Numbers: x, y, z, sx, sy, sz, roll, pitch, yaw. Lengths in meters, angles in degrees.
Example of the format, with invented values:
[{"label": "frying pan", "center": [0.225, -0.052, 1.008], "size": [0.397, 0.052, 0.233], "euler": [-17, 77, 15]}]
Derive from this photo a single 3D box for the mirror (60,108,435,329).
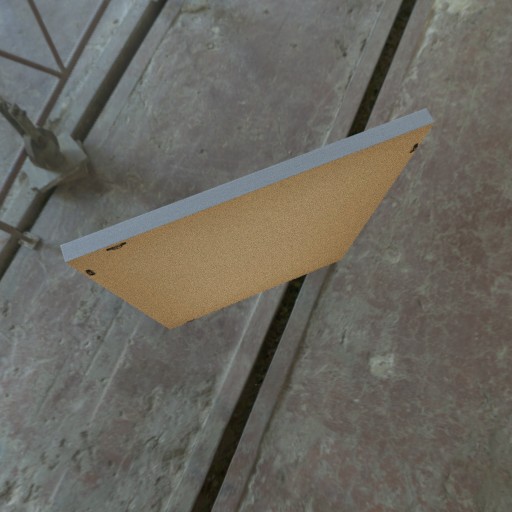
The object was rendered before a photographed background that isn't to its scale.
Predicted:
[{"label": "mirror", "center": [0.000, 0.000, 1.337], "size": [0.762, 1.016, 0.040], "euler": [-22, 75, -6]}]
